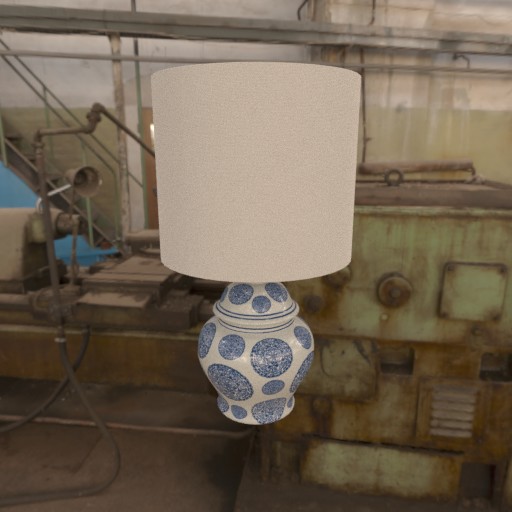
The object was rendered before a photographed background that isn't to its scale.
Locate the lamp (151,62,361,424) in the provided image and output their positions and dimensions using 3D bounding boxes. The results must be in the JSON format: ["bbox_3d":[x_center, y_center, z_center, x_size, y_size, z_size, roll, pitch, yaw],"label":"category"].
[{"bbox_3d":[0.000,0.000,0.511,0.215,0.381,0.215,-2,15,-9],"label":"lamp"}]
